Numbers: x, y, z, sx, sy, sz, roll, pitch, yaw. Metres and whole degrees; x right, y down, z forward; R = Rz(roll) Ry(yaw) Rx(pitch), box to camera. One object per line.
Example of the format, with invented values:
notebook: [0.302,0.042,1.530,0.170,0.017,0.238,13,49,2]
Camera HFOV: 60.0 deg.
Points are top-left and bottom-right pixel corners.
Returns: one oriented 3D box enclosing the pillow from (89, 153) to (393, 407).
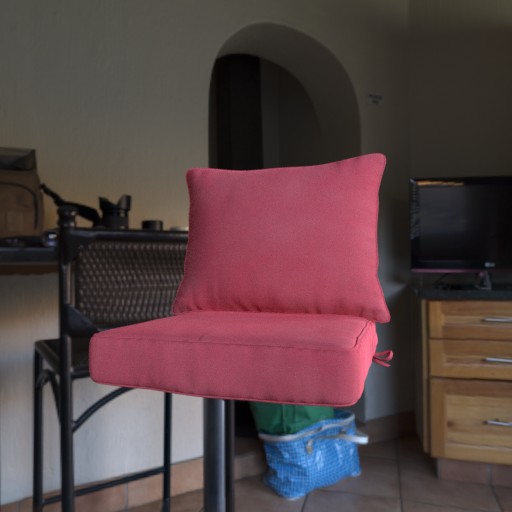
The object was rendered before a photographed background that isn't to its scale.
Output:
pillow: [0.000,0.000,1.375,0.798,0.725,0.733,0,-2,18]
